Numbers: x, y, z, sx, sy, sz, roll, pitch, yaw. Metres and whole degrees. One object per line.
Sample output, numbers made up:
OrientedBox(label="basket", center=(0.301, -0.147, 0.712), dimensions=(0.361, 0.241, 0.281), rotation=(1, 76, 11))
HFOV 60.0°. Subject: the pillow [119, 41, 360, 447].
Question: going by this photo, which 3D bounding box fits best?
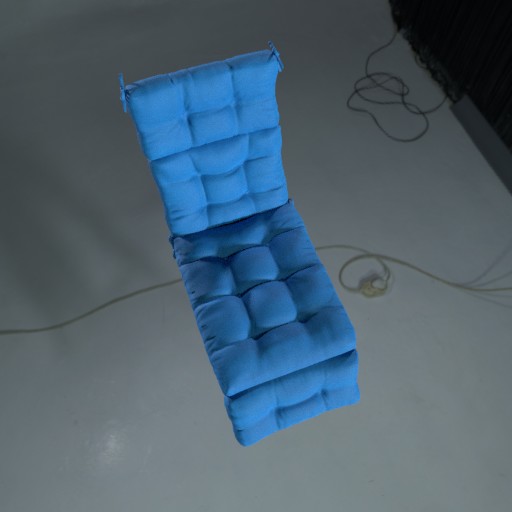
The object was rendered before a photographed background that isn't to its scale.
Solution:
OrientedBox(label="pillow", center=(0.000, 0.000, 1.483), dimensions=(0.526, 0.863, 1.016), rotation=(-18, 63, -10))
